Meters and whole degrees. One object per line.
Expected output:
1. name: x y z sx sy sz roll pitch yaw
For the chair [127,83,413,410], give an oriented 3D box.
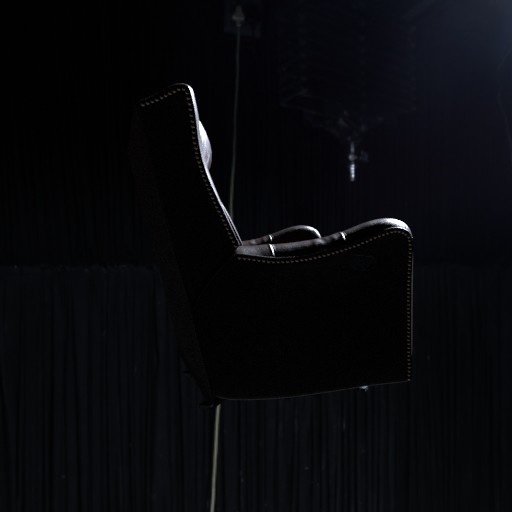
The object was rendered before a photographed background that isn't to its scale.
1. chair: 0.000 0.000 1.856 1.008 1.084 0.869 -1 2 -18
